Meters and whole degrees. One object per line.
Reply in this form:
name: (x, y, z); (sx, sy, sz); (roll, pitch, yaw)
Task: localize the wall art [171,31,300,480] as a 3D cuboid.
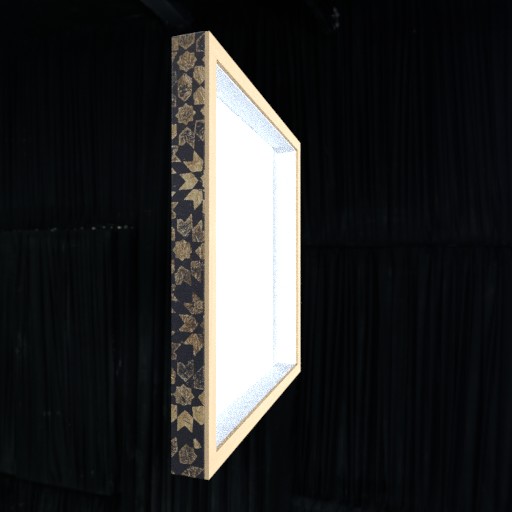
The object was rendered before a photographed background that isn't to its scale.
wall art: (0.000, 0.000, 0.598); (0.038, 0.405, 0.405); (0, 0, 17)
